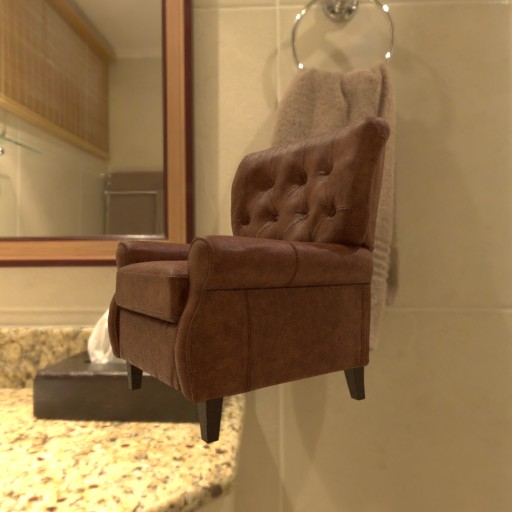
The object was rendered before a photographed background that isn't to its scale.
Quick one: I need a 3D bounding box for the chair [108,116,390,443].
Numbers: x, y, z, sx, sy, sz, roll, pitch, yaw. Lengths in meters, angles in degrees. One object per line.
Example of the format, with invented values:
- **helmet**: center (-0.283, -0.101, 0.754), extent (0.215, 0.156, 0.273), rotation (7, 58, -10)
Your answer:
- **chair**: center (0.000, 0.000, 1.912), extent (1.059, 1.164, 0.951), rotation (0, 0, -36)
